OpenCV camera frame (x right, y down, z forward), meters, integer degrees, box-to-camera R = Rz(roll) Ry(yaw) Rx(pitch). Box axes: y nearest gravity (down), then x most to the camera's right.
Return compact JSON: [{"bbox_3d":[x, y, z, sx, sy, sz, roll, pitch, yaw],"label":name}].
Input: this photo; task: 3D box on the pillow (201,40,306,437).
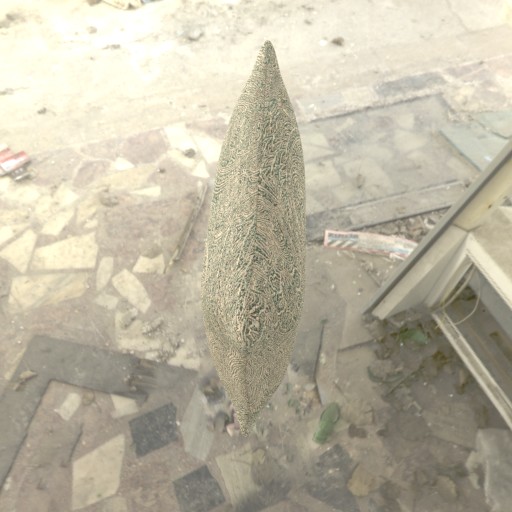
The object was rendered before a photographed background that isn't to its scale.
[{"bbox_3d":[0.000,0.000,0.797,0.166,0.507,0.526,3,58,2],"label":"pillow"}]
